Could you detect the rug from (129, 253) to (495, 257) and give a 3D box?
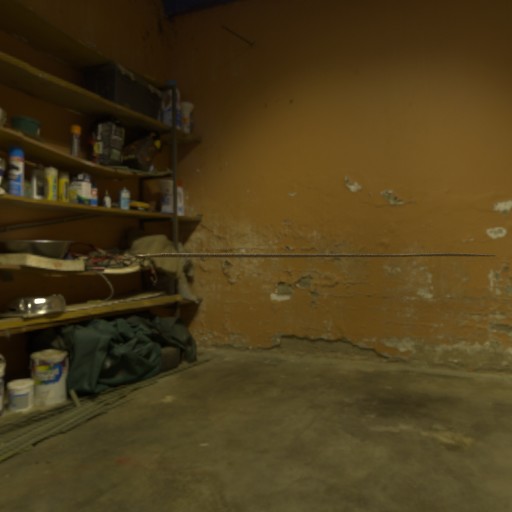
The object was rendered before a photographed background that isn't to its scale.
[{"bbox_3d":[0.000,0.000,2.967,1.524,0.015,2.439,0,0,-19],"label":"rug"}]
